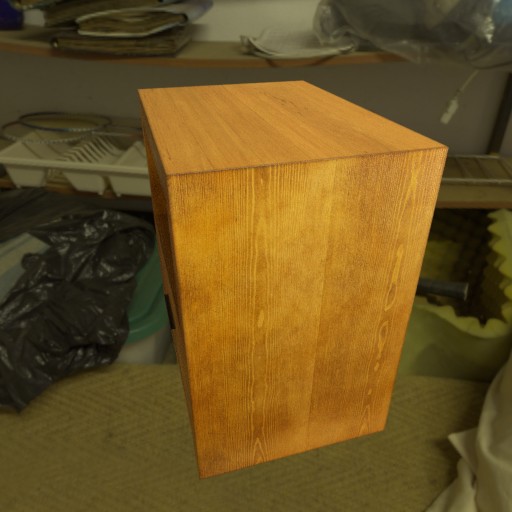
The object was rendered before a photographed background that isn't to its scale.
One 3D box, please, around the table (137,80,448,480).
[{"bbox_3d":[0.000,0.000,0.953,0.400,0.605,0.550,-9,32,-14],"label":"table"}]
